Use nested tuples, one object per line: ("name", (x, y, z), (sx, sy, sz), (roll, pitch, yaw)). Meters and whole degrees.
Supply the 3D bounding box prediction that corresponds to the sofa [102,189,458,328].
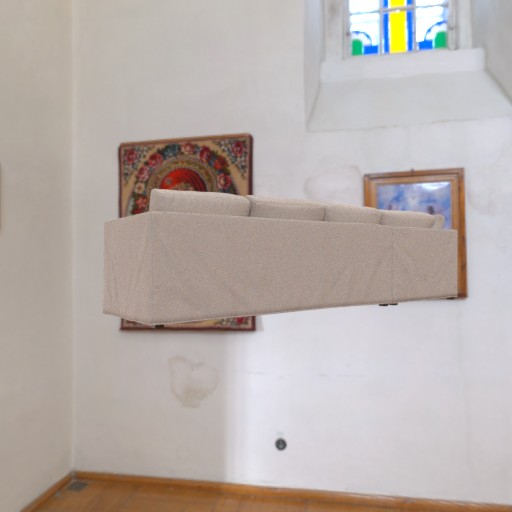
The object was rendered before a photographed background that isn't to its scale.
("sofa", (0.000, 0.000, 4.431), (3.182, 0.871, 2.432), (0, 0, -35))
